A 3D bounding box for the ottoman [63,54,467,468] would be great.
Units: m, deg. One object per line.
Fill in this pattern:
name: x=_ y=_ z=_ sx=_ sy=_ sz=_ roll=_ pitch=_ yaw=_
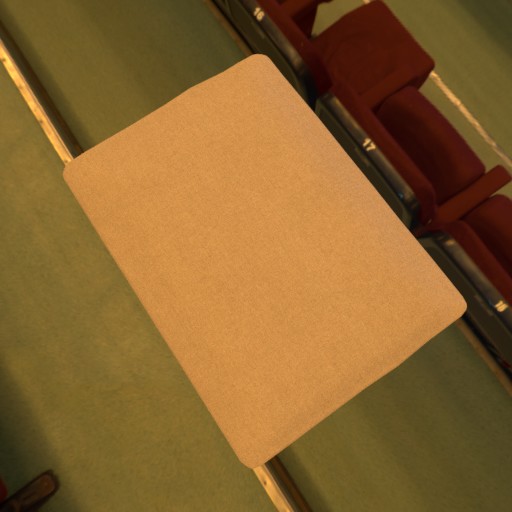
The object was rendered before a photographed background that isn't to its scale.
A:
ottoman: x=0.000 y=0.000 z=1.236 sx=0.617 sy=0.503 sz=0.846 roll=-34 pitch=78 yaw=-8
